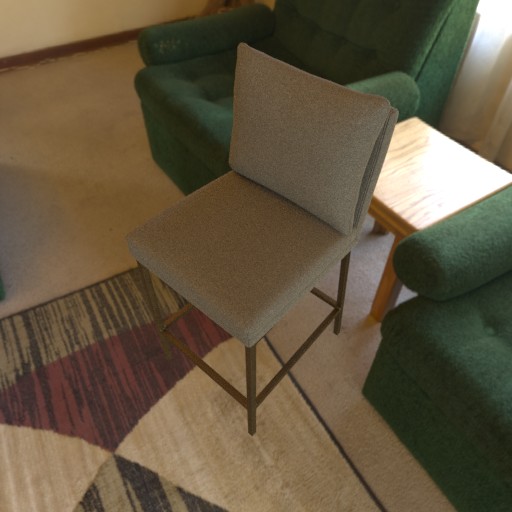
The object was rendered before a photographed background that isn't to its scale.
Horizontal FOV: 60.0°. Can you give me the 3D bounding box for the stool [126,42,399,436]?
[{"bbox_3d":[0.000,0.000,1.337,0.463,1.030,0.569,33,56,27],"label":"stool"}]
